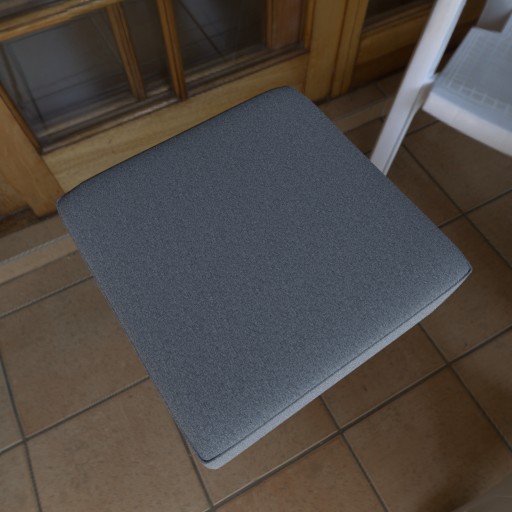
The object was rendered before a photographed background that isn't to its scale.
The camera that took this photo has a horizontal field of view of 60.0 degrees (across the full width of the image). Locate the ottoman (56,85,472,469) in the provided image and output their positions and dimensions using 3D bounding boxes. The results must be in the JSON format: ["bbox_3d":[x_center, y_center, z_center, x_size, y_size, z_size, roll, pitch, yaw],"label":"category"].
[{"bbox_3d":[0.000,0.000,1.595,1.015,0.464,1.005,-31,67,-15],"label":"ottoman"}]
